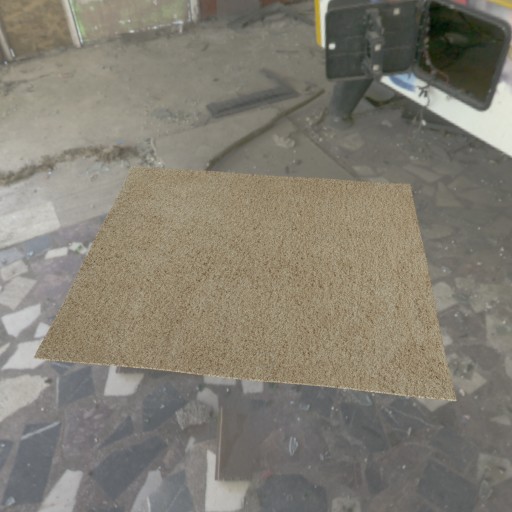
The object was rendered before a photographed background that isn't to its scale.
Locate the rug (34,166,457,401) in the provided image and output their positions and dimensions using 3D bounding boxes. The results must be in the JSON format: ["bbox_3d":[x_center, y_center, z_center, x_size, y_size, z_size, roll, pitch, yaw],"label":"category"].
[{"bbox_3d":[0.000,0.000,3.943,3.000,0.025,2.400,5,47,4],"label":"rug"}]
